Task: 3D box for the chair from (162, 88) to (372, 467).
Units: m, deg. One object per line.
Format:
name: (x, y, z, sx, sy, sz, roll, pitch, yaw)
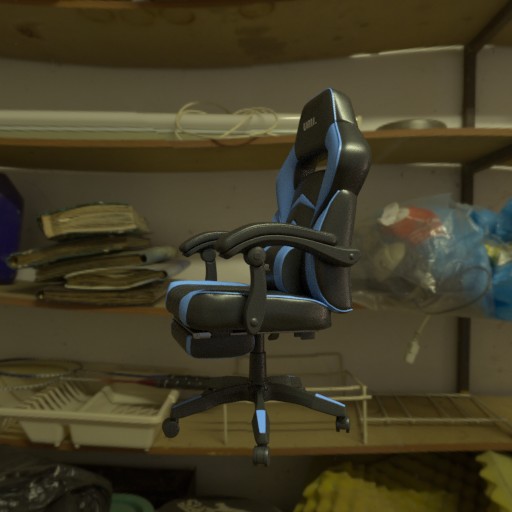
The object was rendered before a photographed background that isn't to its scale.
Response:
chair: (0.000, 0.000, 1.680, 0.700, 1.280, 0.700, 0, 0, -20)
